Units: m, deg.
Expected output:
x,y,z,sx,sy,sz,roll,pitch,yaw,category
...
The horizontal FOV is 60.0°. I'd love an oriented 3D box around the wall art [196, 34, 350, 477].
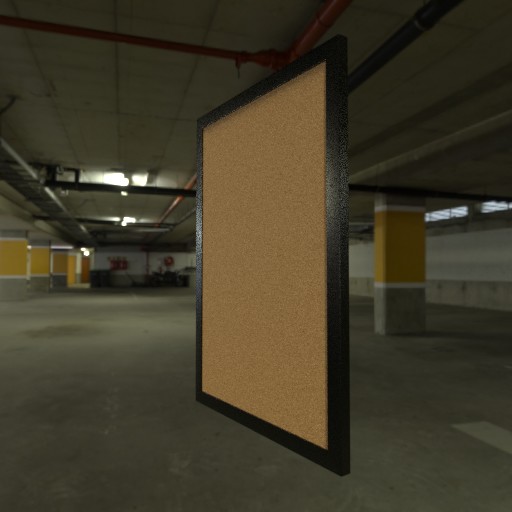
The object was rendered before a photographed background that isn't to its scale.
x,y,z,sx,sy,sz,roll,pitch,yaw,category
0.000,0.000,0.559,0.013,0.432,0.304,1,-2,-35,wall art
